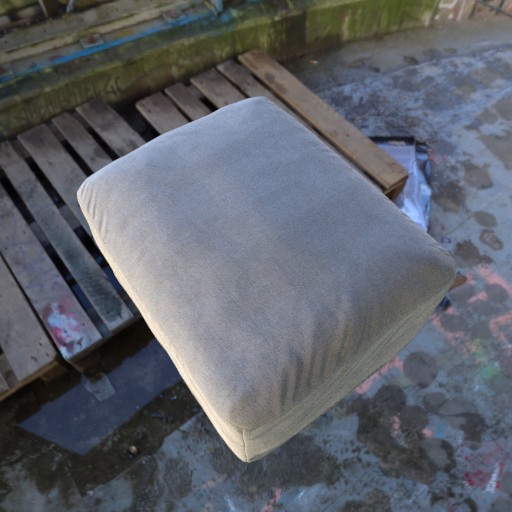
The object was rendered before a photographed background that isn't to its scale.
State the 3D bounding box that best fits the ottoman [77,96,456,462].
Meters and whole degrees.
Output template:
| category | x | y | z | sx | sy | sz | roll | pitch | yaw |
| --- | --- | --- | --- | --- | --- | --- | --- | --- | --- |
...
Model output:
| category | x | y | z | sx | sy | sz | roll | pitch | yaw |
| --- | --- | --- | --- | --- | --- | --- | --- | --- | --- |
| ottoman | 0.000 | 0.000 | 1.244 | 0.683 | 0.481 | 0.837 | -32 | 63 | -19 |
